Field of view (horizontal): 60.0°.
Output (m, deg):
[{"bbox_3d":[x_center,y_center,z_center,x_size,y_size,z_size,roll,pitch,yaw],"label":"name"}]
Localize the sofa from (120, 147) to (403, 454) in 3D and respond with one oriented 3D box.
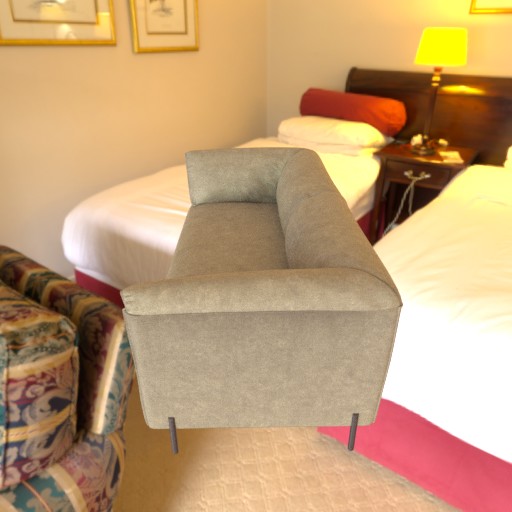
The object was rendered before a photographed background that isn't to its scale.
[{"bbox_3d":[0.000,0.000,2.343,0.905,0.747,1.878,-1,27,-1],"label":"sofa"}]
